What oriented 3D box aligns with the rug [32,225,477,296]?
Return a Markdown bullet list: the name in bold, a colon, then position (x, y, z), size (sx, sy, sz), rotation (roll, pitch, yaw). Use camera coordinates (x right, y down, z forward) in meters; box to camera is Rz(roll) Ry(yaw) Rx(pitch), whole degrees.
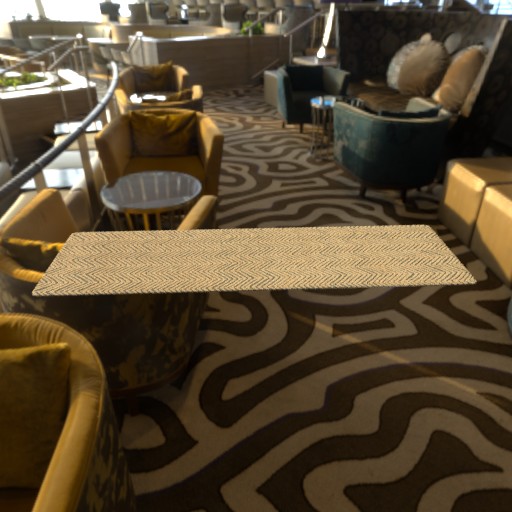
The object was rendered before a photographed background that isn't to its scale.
- **rug**: position (0.000, 0.000, 2.549), size (2.286, 0.008, 0.686), rotation (-1, 30, -2)
